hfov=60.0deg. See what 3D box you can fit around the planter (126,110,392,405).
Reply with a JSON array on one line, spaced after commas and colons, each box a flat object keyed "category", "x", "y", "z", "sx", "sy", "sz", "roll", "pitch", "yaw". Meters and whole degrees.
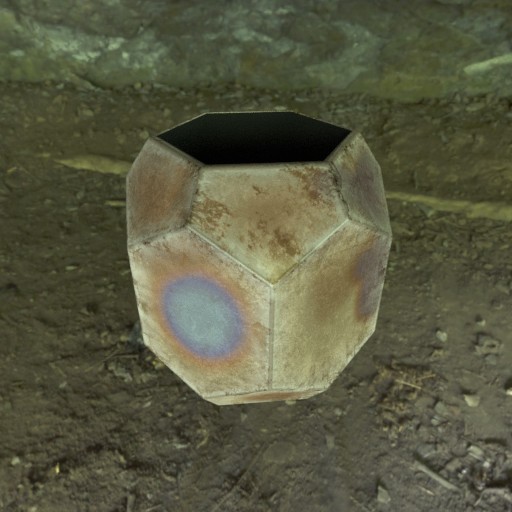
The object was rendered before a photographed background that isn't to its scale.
[{"category": "planter", "x": 0.000, "y": 0.000, "z": 0.428, "sx": 0.243, "sy": 0.238, "sz": 0.221, "roll": -20, "pitch": 37, "yaw": -29}]
